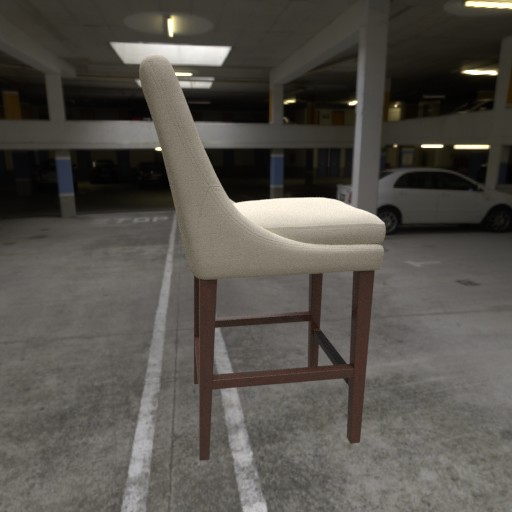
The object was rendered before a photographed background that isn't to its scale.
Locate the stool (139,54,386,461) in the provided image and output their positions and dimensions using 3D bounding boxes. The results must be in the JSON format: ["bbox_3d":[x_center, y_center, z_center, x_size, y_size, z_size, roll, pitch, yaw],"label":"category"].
[{"bbox_3d":[0.000,0.000,1.260,0.577,0.981,0.470,-2,14,-9],"label":"stool"}]
